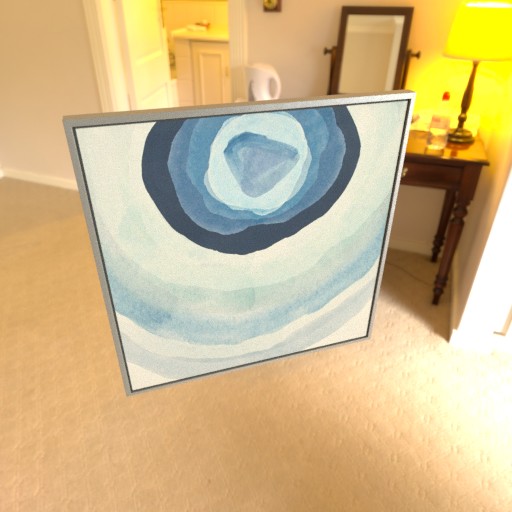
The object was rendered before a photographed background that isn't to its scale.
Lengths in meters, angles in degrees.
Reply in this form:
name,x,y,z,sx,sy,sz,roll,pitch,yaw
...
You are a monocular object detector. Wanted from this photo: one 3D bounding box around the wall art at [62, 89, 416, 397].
name,x,y,z,sx,sy,sz,roll,pitch,yaw
wall art,0.000,0.000,1.203,0.809,0.807,0.038,-10,34,-15
